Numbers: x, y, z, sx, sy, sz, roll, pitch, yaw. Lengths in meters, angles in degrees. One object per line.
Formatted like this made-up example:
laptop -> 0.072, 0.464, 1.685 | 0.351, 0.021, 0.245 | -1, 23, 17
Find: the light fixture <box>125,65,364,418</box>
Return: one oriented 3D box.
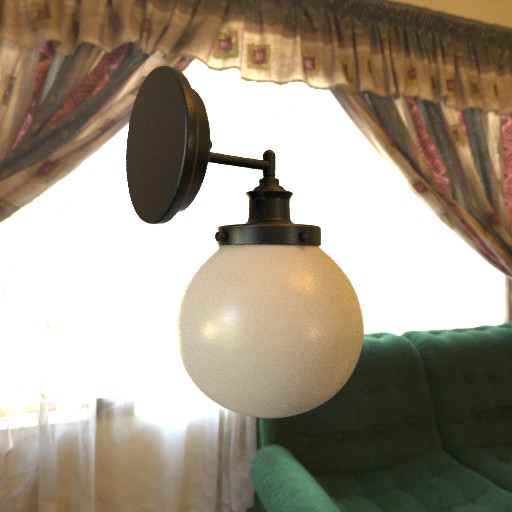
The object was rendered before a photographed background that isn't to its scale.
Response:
light fixture -> 0.000, 0.000, 0.462 | 0.230, 0.332, 0.197 | 0, 0, -36
